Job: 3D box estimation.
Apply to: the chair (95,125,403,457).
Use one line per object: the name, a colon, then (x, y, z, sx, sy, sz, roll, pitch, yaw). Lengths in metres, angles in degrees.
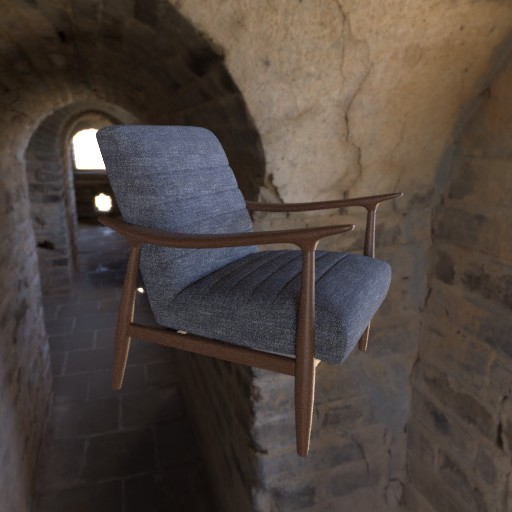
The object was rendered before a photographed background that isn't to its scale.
chair: (0.000, 0.000, 1.450, 0.798, 0.832, 0.741, 7, 16, 25)
